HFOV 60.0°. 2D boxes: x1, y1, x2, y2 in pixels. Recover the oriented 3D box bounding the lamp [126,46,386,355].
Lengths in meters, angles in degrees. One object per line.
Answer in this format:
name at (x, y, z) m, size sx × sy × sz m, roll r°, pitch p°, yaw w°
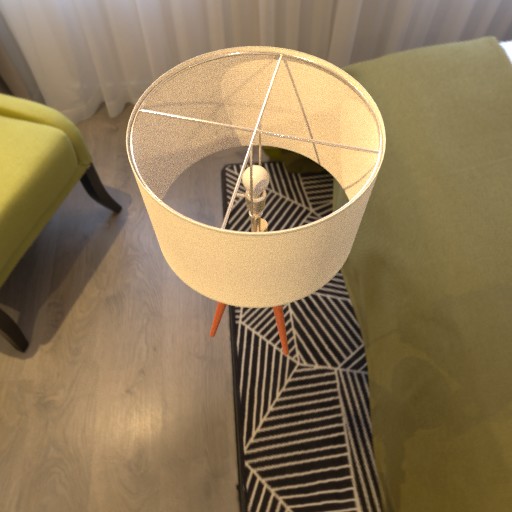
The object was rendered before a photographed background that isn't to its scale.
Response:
lamp at (0.000, 0.000, 0.917) m, size 0.355 × 0.709 × 0.354 m, roll -32°, pitch 65°, yaw -17°
